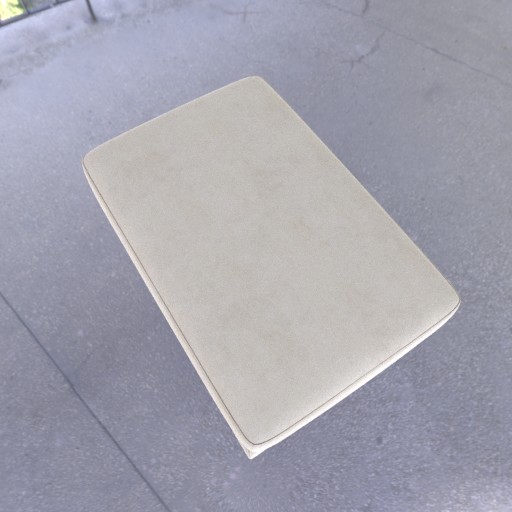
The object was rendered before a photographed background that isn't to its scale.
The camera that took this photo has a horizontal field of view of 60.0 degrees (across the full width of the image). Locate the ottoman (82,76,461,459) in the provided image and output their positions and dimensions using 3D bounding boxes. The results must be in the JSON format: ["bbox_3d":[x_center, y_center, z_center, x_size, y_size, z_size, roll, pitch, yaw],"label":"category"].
[{"bbox_3d":[0.000,0.000,1.220,0.584,0.483,0.864,-30,68,-14],"label":"ottoman"}]
